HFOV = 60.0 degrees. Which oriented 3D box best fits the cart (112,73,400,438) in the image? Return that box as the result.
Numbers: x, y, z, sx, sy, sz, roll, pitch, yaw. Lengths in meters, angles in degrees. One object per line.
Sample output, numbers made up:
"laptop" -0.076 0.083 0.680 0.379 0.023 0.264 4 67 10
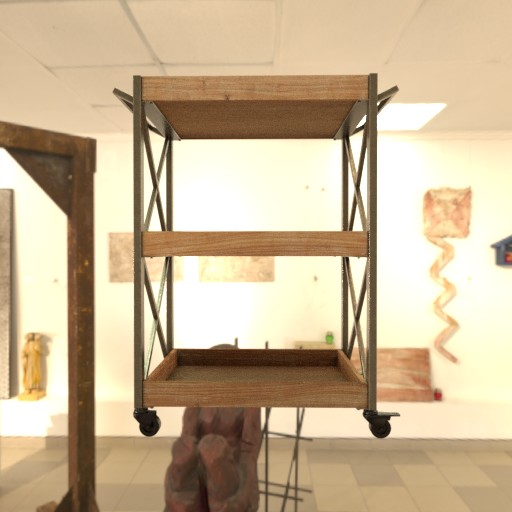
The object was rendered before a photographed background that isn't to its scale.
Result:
"cart" 0.000 0.000 1.201 0.673 0.835 0.377 0 1 1
